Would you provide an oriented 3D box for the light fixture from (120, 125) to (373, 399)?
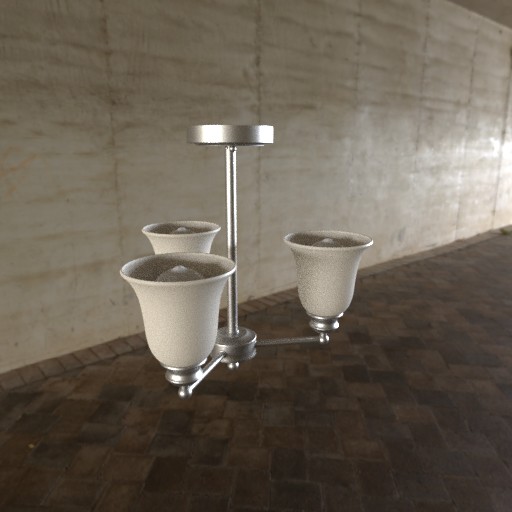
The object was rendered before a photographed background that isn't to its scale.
[{"bbox_3d":[0.000,0.000,0.663,0.354,0.370,0.388,-2,14,-8],"label":"light fixture"}]
